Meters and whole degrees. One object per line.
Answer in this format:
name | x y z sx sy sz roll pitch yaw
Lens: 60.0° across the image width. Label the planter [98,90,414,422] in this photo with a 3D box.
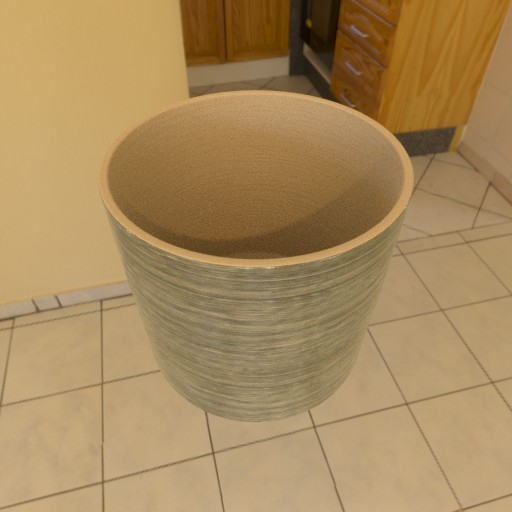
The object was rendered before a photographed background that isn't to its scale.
planter | 0.000 0.000 0.390 0.221 0.201 0.221 0 45 0
